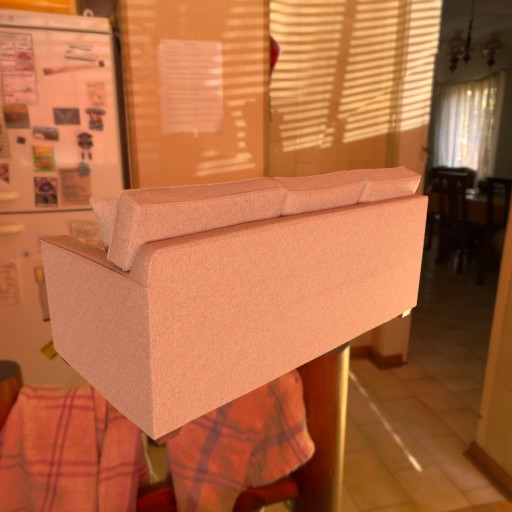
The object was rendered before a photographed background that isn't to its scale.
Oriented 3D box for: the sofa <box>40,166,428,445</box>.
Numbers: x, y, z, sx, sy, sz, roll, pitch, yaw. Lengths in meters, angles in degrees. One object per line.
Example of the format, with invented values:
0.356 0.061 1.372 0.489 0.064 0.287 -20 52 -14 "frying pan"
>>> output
0.000 0.000 2.479 1.963 0.946 1.034 -13 20 -42 "sofa"
